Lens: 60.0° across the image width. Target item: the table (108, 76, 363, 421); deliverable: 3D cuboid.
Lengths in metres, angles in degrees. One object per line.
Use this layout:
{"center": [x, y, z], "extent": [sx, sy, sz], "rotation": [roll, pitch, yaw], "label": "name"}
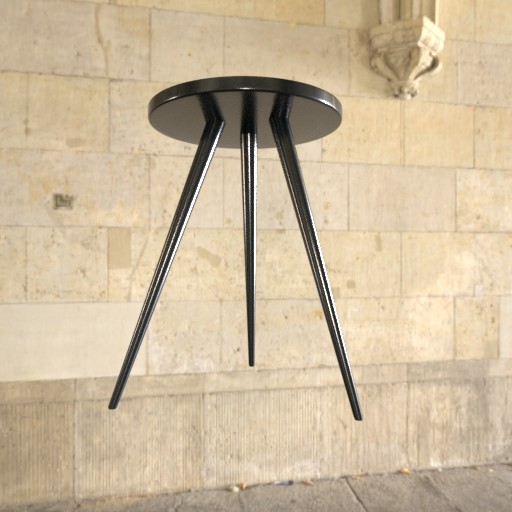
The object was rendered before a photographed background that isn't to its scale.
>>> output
{"center": [0.000, 0.000, 0.847], "extent": [0.415, 0.548, 0.403], "rotation": [0, 0, 36], "label": "table"}
